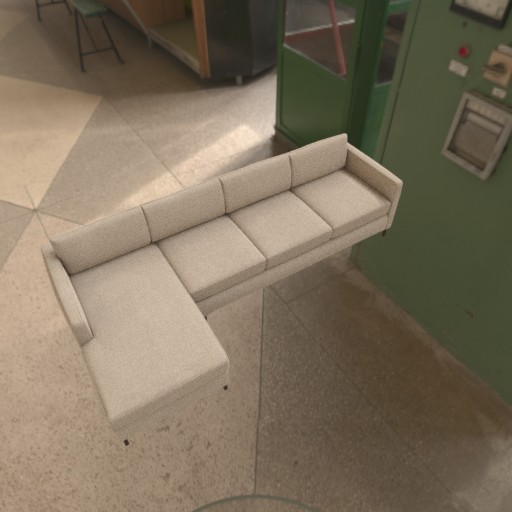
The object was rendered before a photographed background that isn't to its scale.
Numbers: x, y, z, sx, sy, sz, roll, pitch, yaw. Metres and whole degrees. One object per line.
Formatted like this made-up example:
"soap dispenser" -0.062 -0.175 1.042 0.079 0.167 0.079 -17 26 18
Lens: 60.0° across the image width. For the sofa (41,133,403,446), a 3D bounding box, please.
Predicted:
"sofa" 0.000 0.000 3.531 2.923 0.816 1.469 -24 51 -22
